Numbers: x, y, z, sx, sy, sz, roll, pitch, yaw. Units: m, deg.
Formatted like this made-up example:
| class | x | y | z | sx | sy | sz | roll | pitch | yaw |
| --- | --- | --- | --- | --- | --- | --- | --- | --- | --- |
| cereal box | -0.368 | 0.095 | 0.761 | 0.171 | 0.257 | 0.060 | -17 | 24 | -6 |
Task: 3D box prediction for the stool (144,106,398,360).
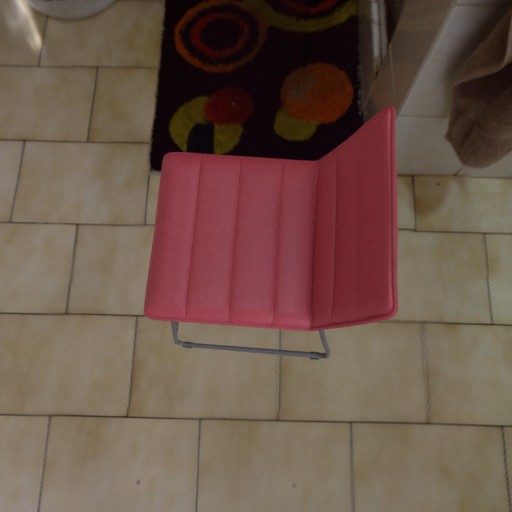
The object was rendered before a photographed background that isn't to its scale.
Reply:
| class | x | y | z | sx | sy | sz | roll | pitch | yaw |
| --- | --- | --- | --- | --- | --- | --- | --- | --- | --- |
| stool | 0.000 | 0.000 | 1.167 | 0.524 | 0.866 | 0.489 | 4 | 76 | 1 |
